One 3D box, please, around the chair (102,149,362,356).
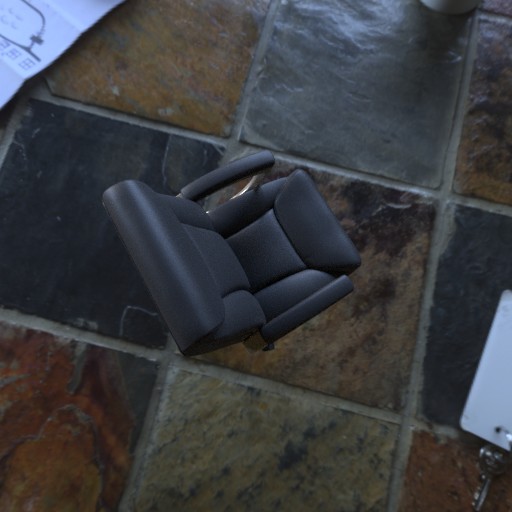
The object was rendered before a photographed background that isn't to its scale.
[{"bbox_3d":[0.000,0.000,1.707,0.748,1.188,0.694,-29,79,-6],"label":"chair"}]
